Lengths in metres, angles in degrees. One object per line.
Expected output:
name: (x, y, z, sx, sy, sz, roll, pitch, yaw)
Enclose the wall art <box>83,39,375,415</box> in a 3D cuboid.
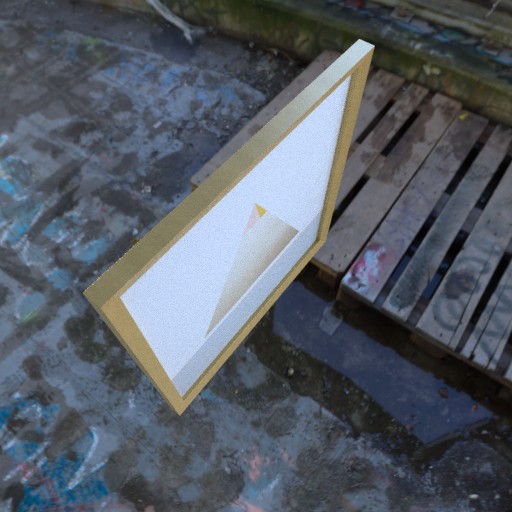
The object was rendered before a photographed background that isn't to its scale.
wall art: (0.000, 0.000, 2.829, 0.097, 1.936, 1.935, 34, 65, 18)
